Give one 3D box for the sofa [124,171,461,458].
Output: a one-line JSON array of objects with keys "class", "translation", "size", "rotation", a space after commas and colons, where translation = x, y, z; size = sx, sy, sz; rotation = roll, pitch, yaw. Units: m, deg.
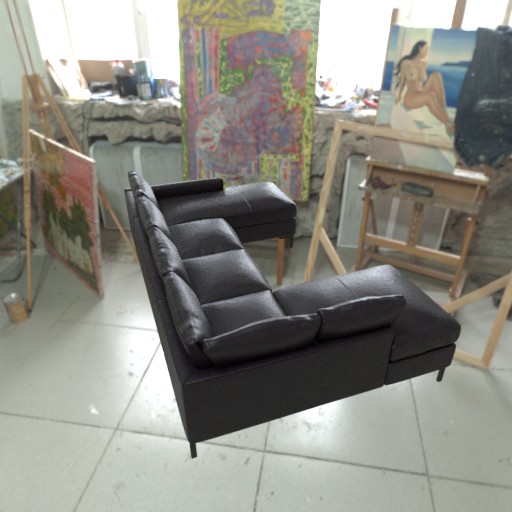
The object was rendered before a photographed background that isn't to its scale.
[{"class": "sofa", "translation": [0.000, 0.000, 3.936], "size": [1.939, 0.900, 2.956], "rotation": [-11, 33, -17]}]
